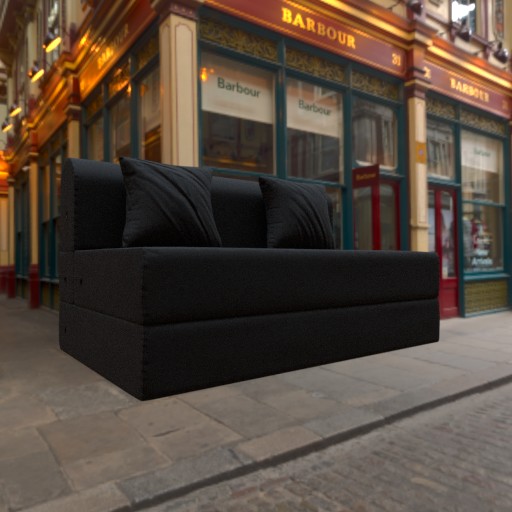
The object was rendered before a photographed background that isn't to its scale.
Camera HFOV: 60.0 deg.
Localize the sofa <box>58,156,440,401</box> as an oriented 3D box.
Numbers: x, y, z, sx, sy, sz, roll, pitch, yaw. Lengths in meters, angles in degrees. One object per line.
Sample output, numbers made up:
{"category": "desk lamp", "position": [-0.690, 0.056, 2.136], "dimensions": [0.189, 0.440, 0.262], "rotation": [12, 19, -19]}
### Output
{"category": "sofa", "position": [0.000, 0.000, 1.658], "dimensions": [1.225, 0.670, 0.762], "rotation": [0, -1, -37]}
